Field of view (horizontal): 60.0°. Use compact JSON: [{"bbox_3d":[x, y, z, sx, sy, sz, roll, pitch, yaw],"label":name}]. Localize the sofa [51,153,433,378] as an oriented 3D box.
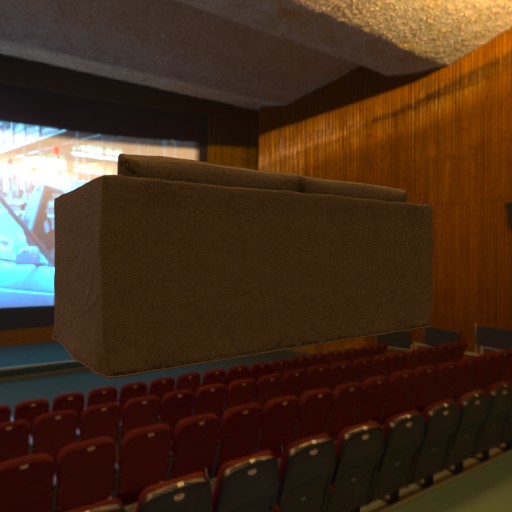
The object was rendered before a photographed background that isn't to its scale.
[{"bbox_3d":[0.000,0.000,2.485,1.982,0.855,0.953,-1,1,-34],"label":"sofa"}]
